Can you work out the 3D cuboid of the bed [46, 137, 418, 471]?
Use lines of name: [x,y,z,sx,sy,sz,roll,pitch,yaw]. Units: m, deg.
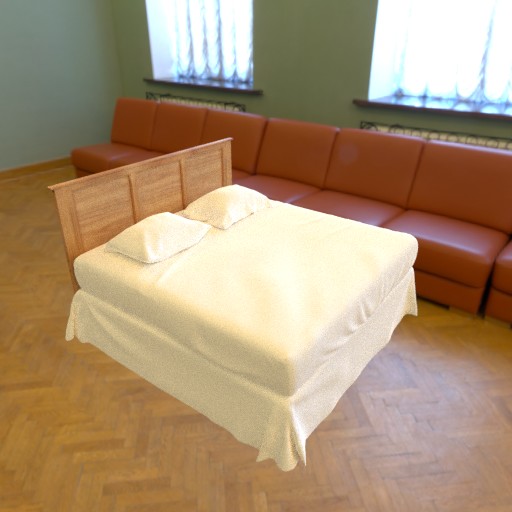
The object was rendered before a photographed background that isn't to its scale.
bed: [0.000,0.000,3.568,2.215,1.270,2.317,19,33,32]
